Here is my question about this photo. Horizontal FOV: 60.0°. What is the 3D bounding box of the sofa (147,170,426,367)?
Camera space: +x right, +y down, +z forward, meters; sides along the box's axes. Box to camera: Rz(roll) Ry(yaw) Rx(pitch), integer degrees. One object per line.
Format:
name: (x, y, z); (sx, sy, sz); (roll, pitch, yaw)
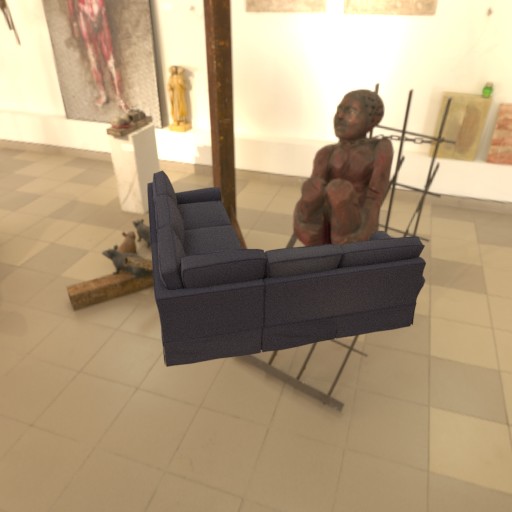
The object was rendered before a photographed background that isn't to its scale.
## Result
sofa: (0.000, 0.000, 5.205); (3.773, 1.169, 2.874); (10, 34, 15)
